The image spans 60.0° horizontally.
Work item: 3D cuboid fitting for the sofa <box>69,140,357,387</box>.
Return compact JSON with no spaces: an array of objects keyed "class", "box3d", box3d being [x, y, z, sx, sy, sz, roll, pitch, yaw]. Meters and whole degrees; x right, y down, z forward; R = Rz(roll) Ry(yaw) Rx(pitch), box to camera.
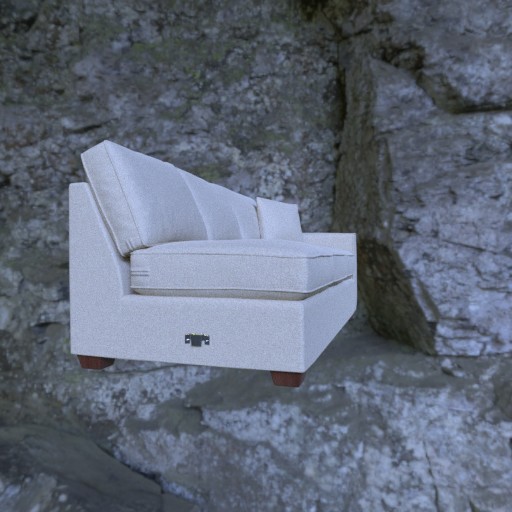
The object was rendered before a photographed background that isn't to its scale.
[{"class":"sofa","box3d":[0.000,0.000,2.596,1.034,0.946,1.963,0,0,18]}]
